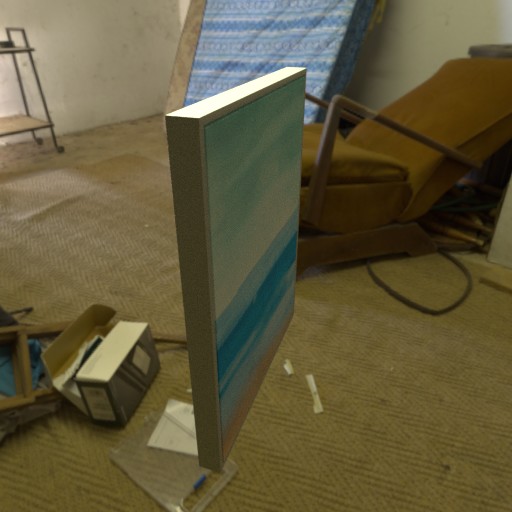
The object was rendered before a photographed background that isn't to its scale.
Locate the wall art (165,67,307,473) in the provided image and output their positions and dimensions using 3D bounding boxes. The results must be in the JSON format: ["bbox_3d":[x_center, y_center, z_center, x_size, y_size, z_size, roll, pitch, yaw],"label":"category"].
[{"bbox_3d":[0.000,0.000,0.761,0.039,0.553,0.445,10,31,17],"label":"wall art"}]
